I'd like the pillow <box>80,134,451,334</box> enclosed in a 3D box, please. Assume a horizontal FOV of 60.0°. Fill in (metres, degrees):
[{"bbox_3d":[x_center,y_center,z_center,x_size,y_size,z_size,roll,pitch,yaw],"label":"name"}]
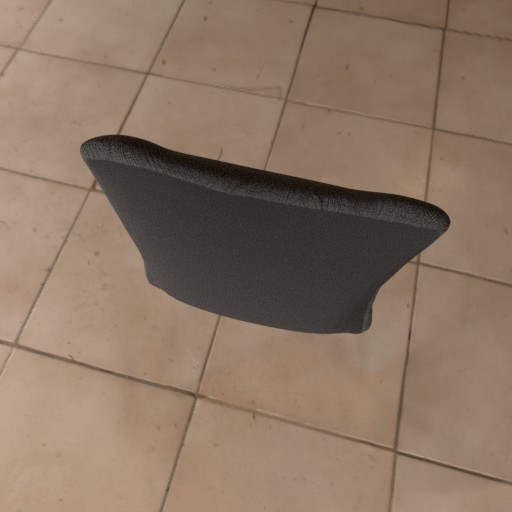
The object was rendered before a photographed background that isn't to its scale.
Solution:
[{"bbox_3d":[0.000,0.000,0.825,0.533,0.523,0.210,12,66,6],"label":"pillow"}]
